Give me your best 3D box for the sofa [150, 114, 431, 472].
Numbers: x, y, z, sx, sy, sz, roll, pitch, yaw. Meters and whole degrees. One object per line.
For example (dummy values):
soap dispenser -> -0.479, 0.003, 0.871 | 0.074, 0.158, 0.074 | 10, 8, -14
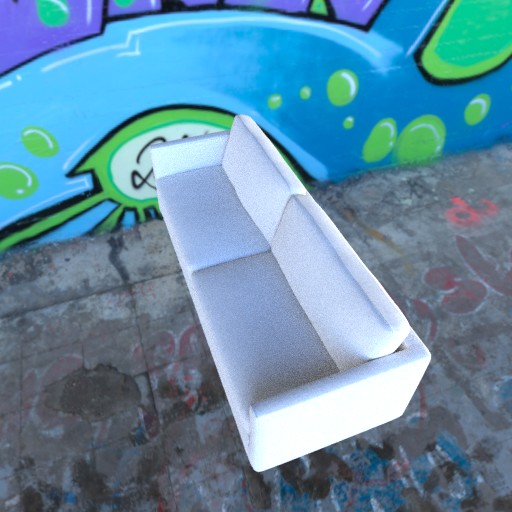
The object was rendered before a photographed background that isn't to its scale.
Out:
sofa -> 0.000, 0.000, 3.011 | 0.948, 0.965, 2.434 | -15, 47, -14
